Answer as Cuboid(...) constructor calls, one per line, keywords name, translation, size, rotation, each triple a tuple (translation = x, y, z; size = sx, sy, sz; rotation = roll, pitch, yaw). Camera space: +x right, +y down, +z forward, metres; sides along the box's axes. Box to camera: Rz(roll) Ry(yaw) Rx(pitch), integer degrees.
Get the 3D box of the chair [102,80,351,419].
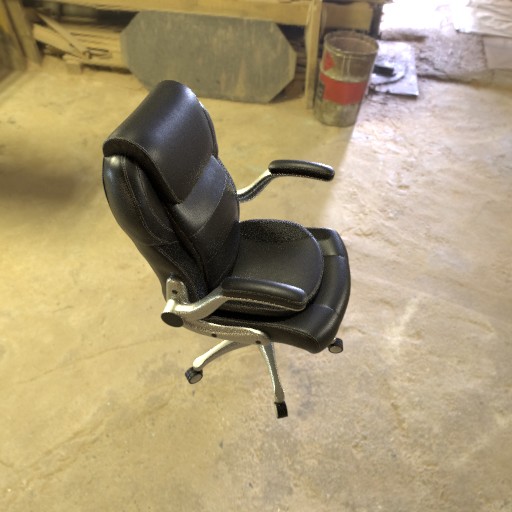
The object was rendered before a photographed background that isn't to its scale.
Cuboid(name="chair", translation=(0.000, 0.000, 1.676), size=(0.801, 1.141, 0.724), rotation=(10, 46, 10))
